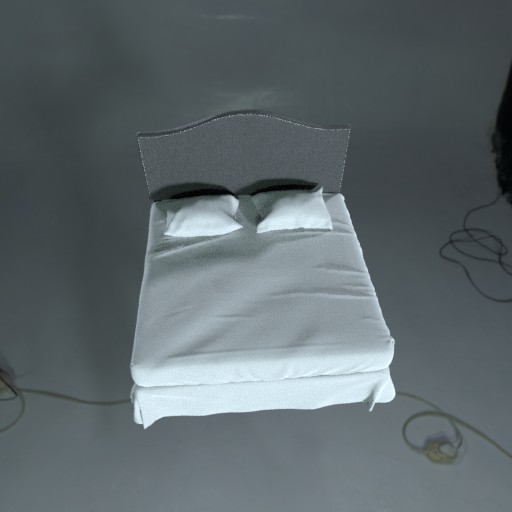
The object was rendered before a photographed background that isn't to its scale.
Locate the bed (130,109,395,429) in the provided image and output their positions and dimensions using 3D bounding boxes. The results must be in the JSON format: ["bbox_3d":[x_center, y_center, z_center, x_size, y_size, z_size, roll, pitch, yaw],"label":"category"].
[{"bbox_3d":[0.000,0.000,3.839,2.314,1.651,2.219,-3,47,-3],"label":"bed"}]
